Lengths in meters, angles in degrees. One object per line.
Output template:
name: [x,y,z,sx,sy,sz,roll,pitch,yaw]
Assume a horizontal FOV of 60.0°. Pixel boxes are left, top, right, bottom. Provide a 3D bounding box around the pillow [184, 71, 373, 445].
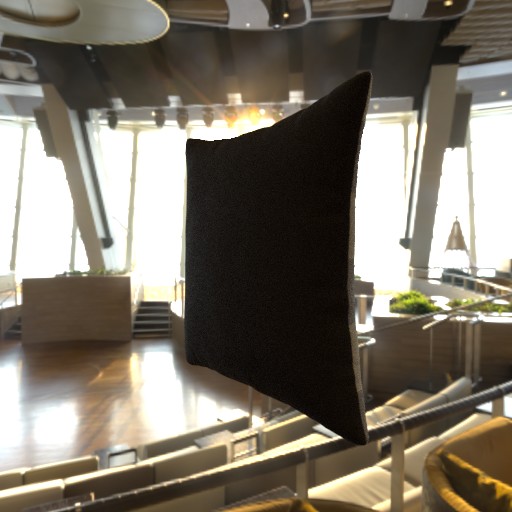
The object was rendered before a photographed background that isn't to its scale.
pillow: [0.000,0.000,0.801,0.161,0.509,0.511,-2,3,-36]
